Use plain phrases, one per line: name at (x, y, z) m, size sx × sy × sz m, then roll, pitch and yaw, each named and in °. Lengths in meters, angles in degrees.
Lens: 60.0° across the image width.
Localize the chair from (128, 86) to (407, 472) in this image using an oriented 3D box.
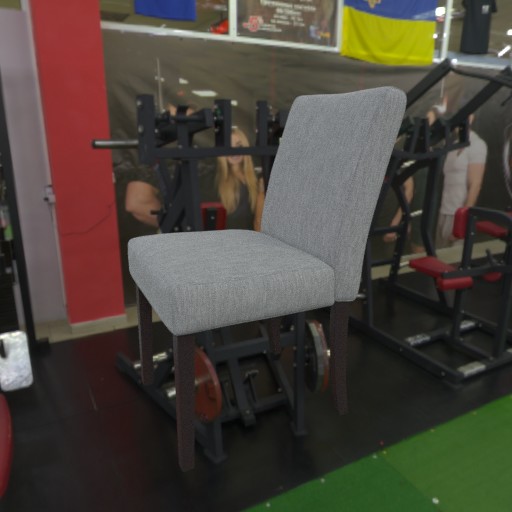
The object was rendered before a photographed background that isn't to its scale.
chair at (0.000, 0.000, 1.245) m, size 0.629 × 0.884 × 0.487 m, roll -8°, pitch 18°, yaw -25°
